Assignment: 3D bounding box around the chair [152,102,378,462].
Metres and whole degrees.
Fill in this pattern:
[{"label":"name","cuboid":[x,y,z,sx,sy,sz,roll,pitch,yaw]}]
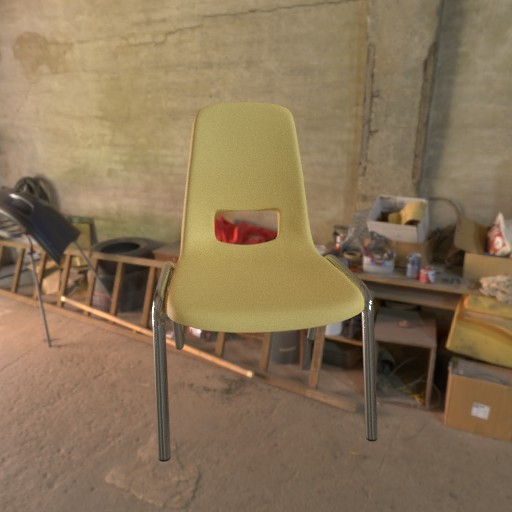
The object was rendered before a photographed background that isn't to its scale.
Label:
[{"label":"chair","cuboid":[0.000,0.000,0.802,0.354,0.536,0.385,-2,18,-7]}]
